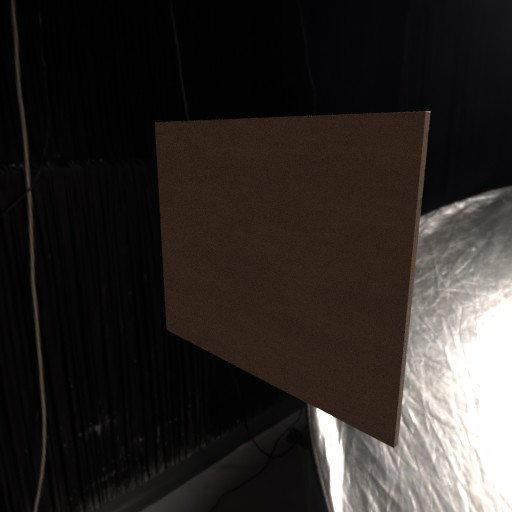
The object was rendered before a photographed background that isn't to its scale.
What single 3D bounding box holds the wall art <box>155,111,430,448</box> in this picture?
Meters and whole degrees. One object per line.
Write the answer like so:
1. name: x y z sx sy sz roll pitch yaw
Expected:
1. wall art: 0.000 0.000 0.689 0.012 0.408 0.508 -15 21 -43
